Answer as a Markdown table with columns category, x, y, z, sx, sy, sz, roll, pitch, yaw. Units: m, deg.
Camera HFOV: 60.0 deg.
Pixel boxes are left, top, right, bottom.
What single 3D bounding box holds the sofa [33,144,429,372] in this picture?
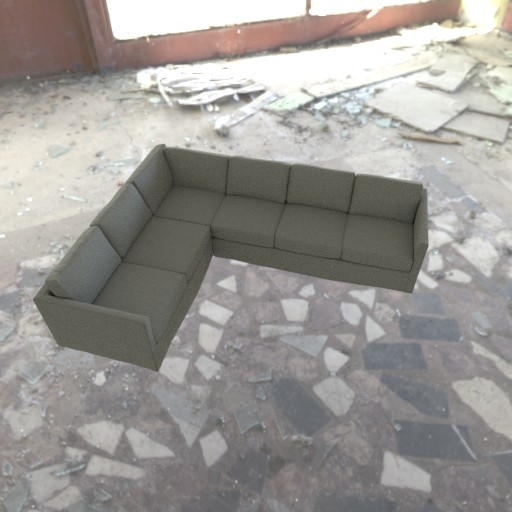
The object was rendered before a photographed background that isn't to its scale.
| category | x | y | z | sx | sy | sz | roll | pitch | yaw |
| --- | --- | --- | --- | --- | --- | --- | --- | --- | --- |
| sofa | 0.000 | 0.000 | 4.358 | 3.182 | 0.871 | 2.432 | 10 | 45 | 10 |
